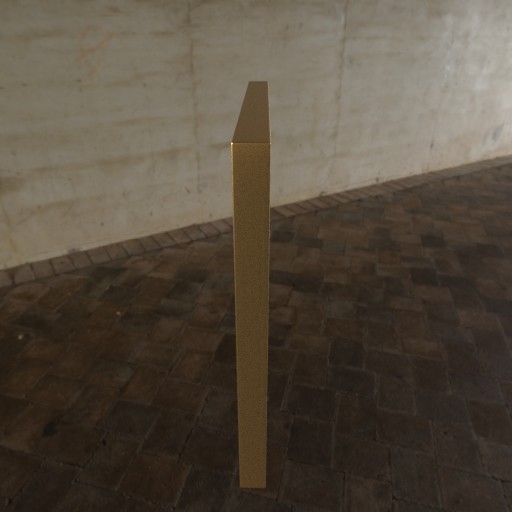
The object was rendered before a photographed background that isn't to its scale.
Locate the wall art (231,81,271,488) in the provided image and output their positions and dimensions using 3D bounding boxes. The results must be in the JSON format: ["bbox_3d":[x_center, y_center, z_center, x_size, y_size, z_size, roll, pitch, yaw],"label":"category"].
[{"bbox_3d":[0.000,0.000,0.458,0.023,0.305,0.305,1,28,1],"label":"wall art"}]
